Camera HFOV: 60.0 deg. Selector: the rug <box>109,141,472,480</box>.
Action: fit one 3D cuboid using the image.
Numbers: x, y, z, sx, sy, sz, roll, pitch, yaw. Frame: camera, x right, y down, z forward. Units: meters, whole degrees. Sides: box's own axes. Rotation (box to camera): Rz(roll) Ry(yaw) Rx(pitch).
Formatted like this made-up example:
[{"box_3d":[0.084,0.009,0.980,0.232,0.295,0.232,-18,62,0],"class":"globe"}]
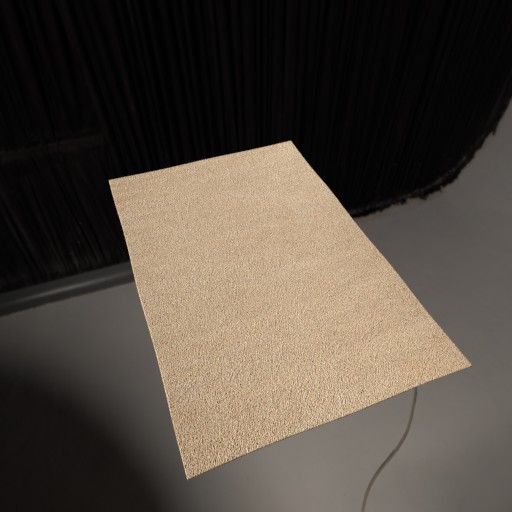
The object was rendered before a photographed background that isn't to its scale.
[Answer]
[{"box_3d":[0.000,0.000,3.364,1.800,0.025,2.699,-16,49,-14],"class":"rug"}]
